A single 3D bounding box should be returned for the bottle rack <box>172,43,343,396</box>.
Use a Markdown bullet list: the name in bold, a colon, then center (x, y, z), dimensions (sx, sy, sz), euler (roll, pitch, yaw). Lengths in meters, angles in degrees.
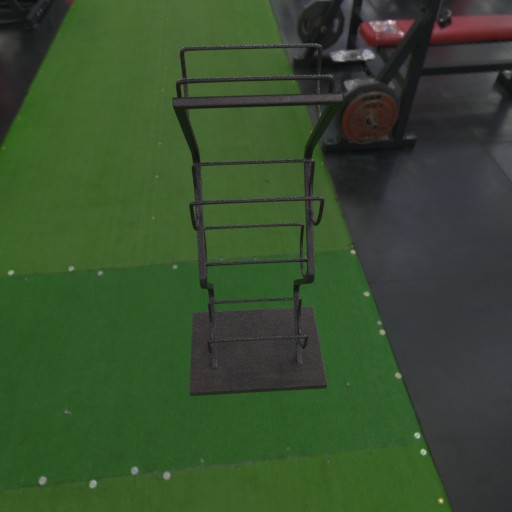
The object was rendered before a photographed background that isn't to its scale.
- **bottle rack**: center (0.000, 0.000, 0.677), dimensions (0.254, 0.559, 0.178), euler (-3, 48, -2)
